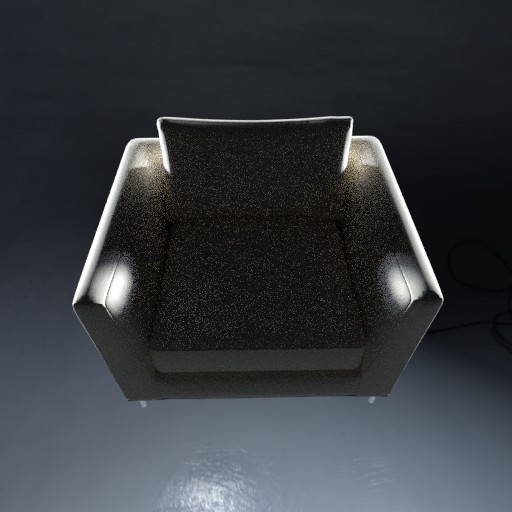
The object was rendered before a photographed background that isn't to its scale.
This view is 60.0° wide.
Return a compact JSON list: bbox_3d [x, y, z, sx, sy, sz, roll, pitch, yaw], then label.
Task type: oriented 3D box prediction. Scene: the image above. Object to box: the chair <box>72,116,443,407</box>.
[{"bbox_3d":[0.000,0.000,1.697,1.041,0.865,0.889,-1,45,-1],"label":"chair"}]
